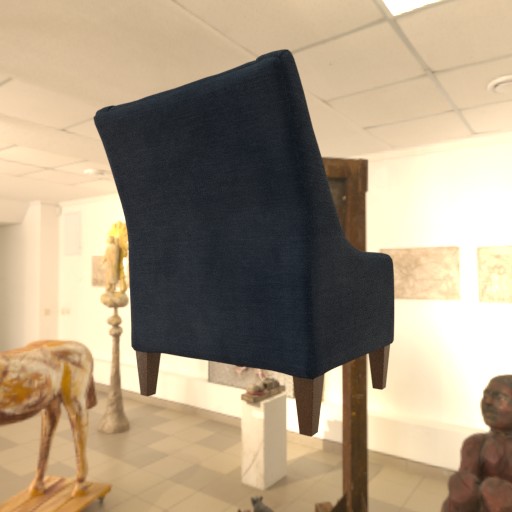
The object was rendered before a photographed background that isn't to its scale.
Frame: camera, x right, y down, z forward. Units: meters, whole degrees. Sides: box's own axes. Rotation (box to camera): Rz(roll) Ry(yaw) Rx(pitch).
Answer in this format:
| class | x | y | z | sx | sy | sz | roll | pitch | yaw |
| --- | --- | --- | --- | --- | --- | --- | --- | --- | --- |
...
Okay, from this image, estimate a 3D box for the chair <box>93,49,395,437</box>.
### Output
| class | x | y | z | sx | sy | sz | roll | pitch | yaw |
| --- | --- | --- | --- | --- | --- | --- | --- | --- | --- |
| chair | 0.000 | 0.000 | 1.622 | 0.774 | 1.014 | 0.870 | -1 | -2 | 35 |
